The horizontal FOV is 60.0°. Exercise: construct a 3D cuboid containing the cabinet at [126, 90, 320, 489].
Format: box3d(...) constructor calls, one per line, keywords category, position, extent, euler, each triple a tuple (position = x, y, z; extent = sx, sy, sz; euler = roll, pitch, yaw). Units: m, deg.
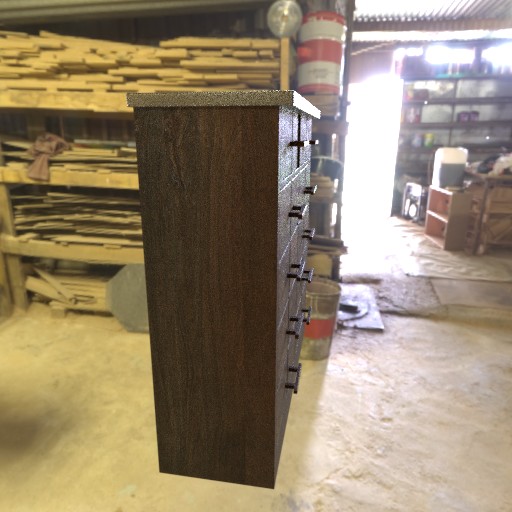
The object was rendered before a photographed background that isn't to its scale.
box3d(category="cabinet", position=(0.000, 0.000, 1.425), extent=(0.338, 0.919, 0.968), euler=(3, 16, 10))
